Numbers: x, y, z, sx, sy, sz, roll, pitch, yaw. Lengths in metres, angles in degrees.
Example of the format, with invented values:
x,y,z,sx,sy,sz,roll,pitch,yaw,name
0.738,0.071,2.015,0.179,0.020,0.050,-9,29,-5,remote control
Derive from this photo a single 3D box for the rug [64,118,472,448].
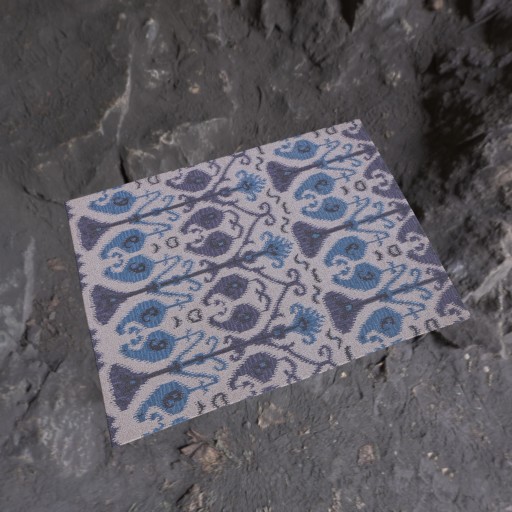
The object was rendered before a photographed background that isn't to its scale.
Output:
x,y,z,sx,sy,sz,roll,pitch,yaw,name
0.000,0.000,2.917,2.261,0.013,1.676,-18,67,-8,rug
